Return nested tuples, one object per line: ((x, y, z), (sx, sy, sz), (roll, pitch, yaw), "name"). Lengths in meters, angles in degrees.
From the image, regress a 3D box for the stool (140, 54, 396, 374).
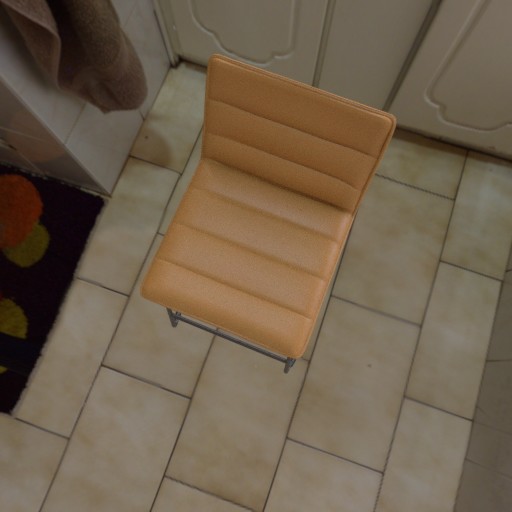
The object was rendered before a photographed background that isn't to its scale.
((0.000, 0.000, 1.240), (0.489, 0.936, 0.524), (21, 77, 5), "stool")
